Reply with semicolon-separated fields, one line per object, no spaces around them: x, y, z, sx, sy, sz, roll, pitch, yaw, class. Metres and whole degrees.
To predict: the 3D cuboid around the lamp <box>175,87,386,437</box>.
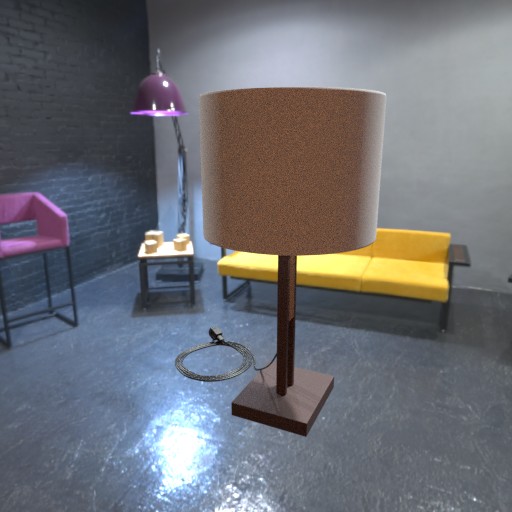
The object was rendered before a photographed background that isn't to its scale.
0.000;0.000;0.998;0.525;0.668;0.396;7;17;24;lamp
